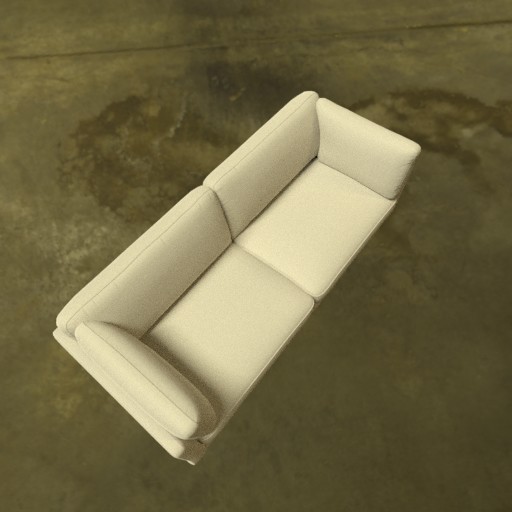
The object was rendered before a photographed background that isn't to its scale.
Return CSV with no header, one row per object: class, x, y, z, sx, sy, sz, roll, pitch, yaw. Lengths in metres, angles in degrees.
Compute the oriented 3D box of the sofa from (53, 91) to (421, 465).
sofa,0.000,0.000,2.760,0.957,0.863,2.301,34,64,19
